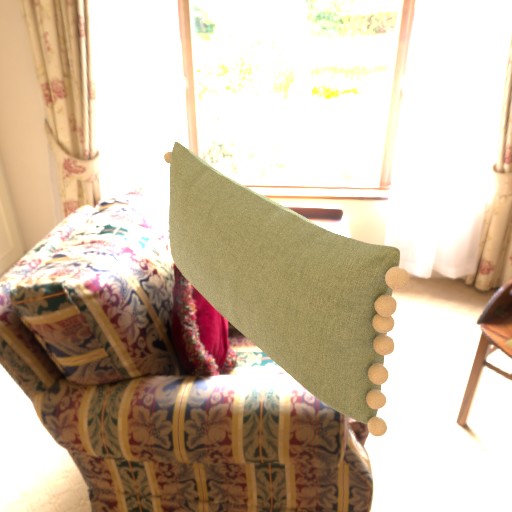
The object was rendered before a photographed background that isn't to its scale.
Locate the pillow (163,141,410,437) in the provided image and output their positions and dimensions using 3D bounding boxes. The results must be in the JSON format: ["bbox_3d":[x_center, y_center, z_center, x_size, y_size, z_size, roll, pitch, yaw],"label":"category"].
[{"bbox_3d":[0.000,0.000,0.854,0.201,0.322,0.709,-17,32,-30],"label":"pillow"}]
